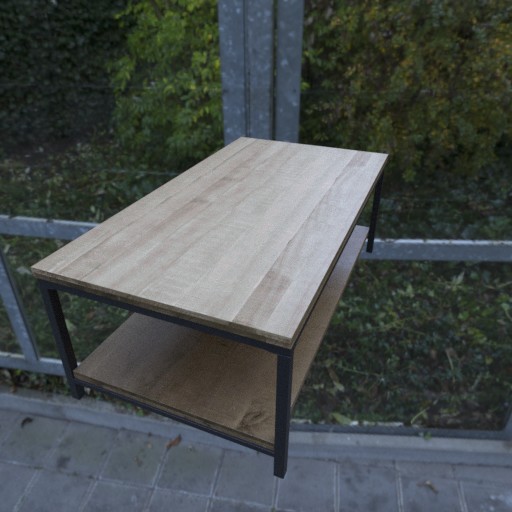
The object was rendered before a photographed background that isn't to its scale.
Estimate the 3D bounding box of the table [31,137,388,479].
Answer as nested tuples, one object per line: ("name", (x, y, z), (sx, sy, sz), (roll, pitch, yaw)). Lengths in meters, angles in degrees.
("table", (0.000, 0.000, 1.350), (0.574, 0.393, 1.062), (12, 33, 20))
